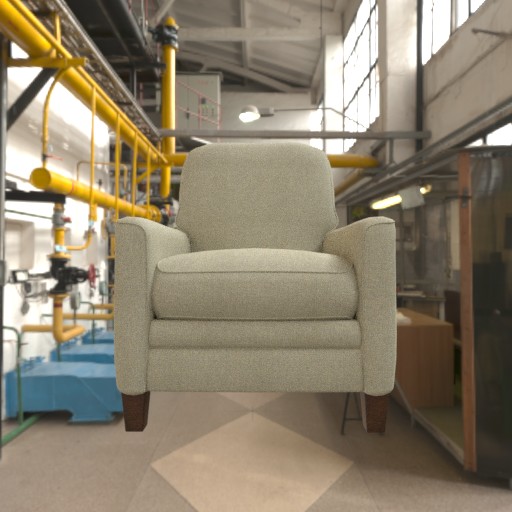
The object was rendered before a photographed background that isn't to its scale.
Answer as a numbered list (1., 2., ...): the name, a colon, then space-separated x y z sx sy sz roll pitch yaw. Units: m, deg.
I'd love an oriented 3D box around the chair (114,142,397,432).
1. chair: 0.000 0.000 1.643 0.850 1.006 0.853 0 0 1
